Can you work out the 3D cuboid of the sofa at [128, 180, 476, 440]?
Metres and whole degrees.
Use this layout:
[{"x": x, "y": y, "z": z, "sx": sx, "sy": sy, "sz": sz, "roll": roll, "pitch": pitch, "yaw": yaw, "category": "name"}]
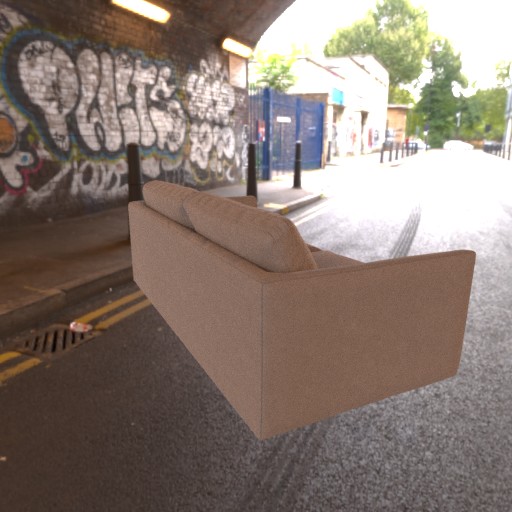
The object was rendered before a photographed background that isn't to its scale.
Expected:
[{"x": 0.000, "y": 0.000, "z": 2.745, "sx": 1.090, "sy": 0.838, "sz": 2.588, "roll": -7, "pitch": 16, "yaw": -26, "category": "sofa"}]
